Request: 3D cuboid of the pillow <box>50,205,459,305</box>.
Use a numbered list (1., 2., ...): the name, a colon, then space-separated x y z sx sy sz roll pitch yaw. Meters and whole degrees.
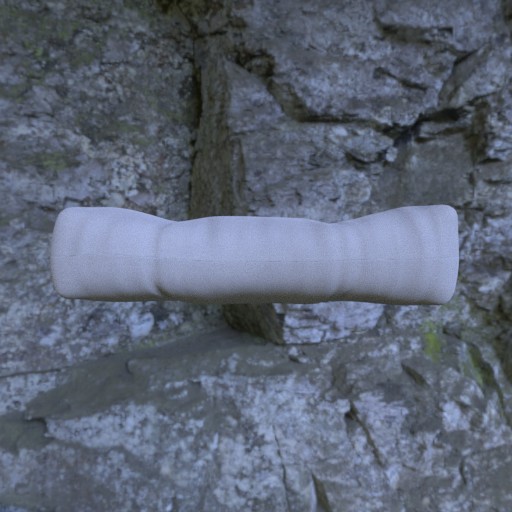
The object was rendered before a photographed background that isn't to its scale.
1. pillow: 0.000 0.000 0.731 0.490 0.128 0.468 0 0 -1
